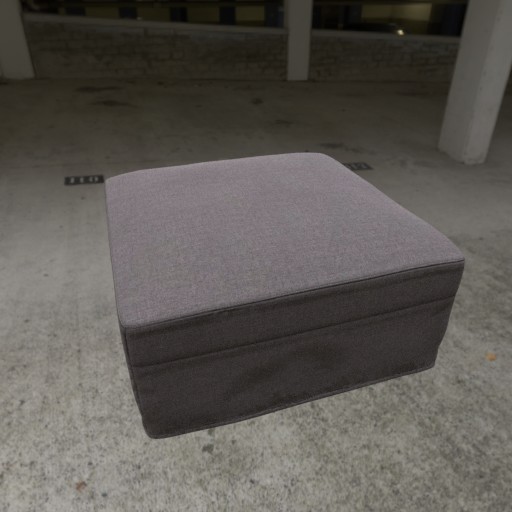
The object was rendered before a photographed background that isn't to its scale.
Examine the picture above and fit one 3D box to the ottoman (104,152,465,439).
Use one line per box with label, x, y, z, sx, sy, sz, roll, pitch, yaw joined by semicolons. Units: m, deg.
ottoman;0.000;0.000;1.374;0.840;0.436;0.843;-10;33;-15
